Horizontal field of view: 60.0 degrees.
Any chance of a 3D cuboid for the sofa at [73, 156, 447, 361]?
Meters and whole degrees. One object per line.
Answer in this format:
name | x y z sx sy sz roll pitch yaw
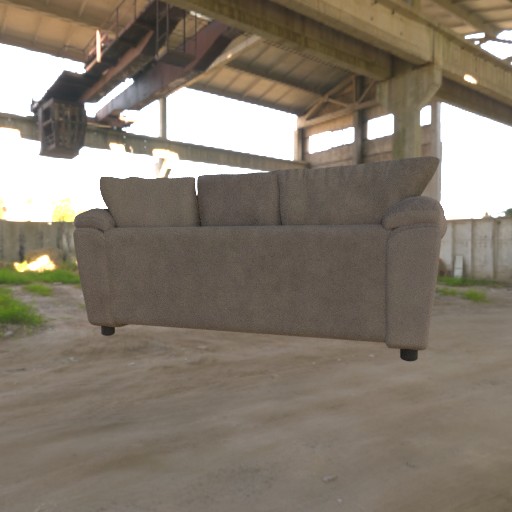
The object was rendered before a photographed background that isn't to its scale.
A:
sofa | 0.000 0.000 2.928 2.336 1.073 0.878 1 2 20
